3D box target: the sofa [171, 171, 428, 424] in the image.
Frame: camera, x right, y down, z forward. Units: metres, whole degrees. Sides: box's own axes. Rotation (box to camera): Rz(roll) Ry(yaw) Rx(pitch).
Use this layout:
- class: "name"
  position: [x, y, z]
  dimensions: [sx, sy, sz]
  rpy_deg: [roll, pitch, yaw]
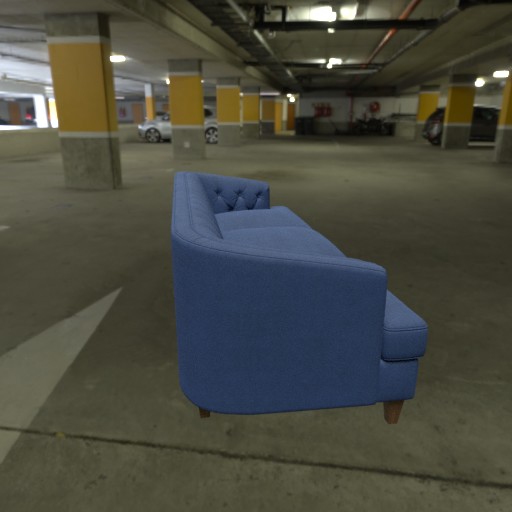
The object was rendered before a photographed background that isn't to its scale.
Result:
- class: "sofa"
  position: [0.000, 0.000, 2.587]
  dimensions: [0.914, 0.787, 2.235]
  rpy_deg: [-3, 18, -9]
